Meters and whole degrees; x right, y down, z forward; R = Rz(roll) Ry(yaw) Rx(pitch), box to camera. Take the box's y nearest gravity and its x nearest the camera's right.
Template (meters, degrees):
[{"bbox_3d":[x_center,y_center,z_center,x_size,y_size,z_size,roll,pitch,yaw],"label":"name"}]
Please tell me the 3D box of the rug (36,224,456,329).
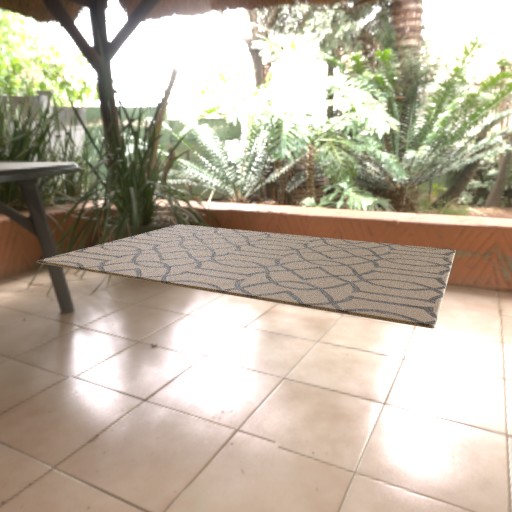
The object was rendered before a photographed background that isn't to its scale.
[{"bbox_3d":[0.000,0.000,2.954,2.365,0.017,1.521,7,15,26],"label":"rug"}]
